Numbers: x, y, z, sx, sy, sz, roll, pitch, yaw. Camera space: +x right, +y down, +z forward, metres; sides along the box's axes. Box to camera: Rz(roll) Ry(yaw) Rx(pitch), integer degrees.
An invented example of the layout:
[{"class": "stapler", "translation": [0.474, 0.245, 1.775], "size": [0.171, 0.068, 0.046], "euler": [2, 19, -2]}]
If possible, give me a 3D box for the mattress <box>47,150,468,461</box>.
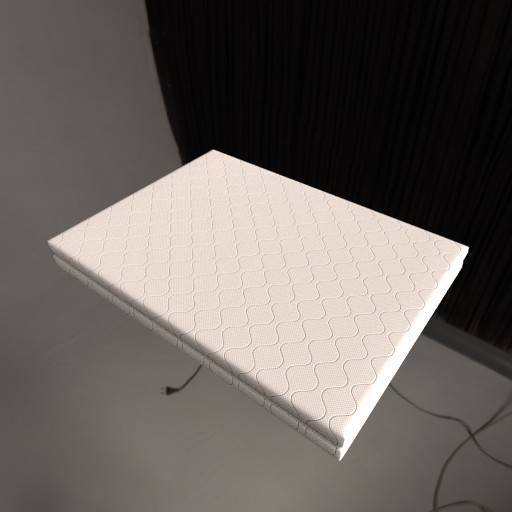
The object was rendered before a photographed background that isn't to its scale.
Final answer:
[{"class": "mattress", "translation": [0.000, 0.000, 2.520], "size": [1.900, 0.200, 1.400], "euler": [27, 47, 28]}]
